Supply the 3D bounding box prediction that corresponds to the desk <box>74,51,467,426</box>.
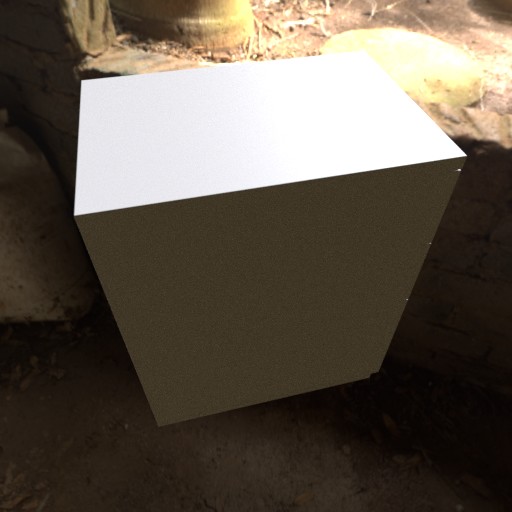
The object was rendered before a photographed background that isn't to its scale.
[{"bbox_3d":[0.000,0.000,1.041,0.600,0.730,0.404,-10,48,-9],"label":"desk"}]
